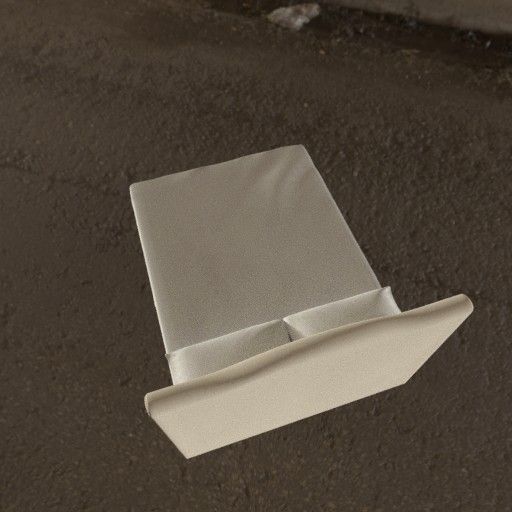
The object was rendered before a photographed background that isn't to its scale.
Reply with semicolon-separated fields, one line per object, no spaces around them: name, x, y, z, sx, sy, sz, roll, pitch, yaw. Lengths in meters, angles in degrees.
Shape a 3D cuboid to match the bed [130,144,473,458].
bed;0.000;0.000;3.260;1.753;1.460;2.143;-15;59;-10
